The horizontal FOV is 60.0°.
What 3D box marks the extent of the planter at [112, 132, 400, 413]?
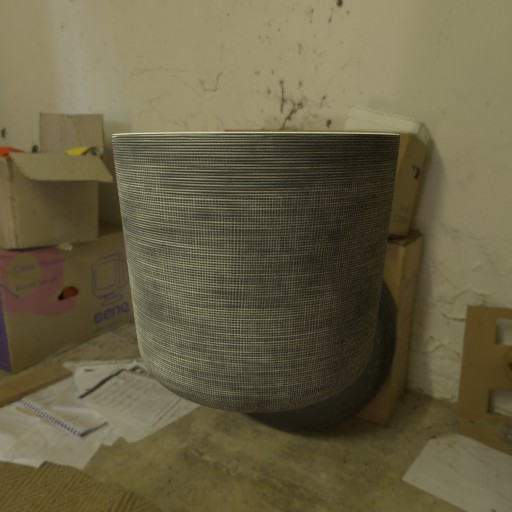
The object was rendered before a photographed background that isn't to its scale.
[{"bbox_3d":[0.000,0.000,0.757,0.440,0.398,0.440,0,14,0],"label":"planter"}]
